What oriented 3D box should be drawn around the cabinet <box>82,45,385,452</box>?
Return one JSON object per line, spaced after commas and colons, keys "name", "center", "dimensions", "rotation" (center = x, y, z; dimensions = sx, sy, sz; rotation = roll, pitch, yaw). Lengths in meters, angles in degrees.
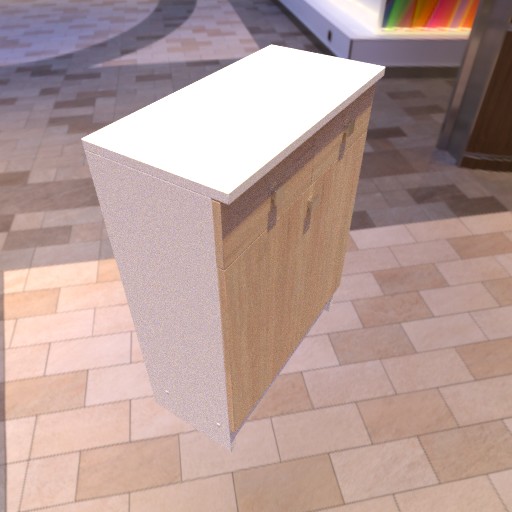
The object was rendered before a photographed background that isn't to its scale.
{"name": "cabinet", "center": [0.000, 0.000, 1.123], "dimensions": [0.296, 0.815, 0.600], "rotation": [23, 47, 24]}
